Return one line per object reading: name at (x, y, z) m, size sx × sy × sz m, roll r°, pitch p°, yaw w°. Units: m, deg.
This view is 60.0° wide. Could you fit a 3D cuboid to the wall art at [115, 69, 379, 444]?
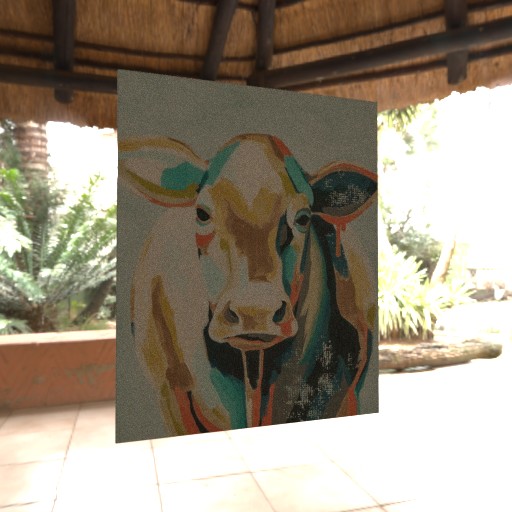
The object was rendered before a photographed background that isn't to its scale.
wall art at (0.000, 0.000, 0.680) m, size 0.409 × 0.509 × 0.037 m, roll 0°, pitch -1°, yaw -18°
